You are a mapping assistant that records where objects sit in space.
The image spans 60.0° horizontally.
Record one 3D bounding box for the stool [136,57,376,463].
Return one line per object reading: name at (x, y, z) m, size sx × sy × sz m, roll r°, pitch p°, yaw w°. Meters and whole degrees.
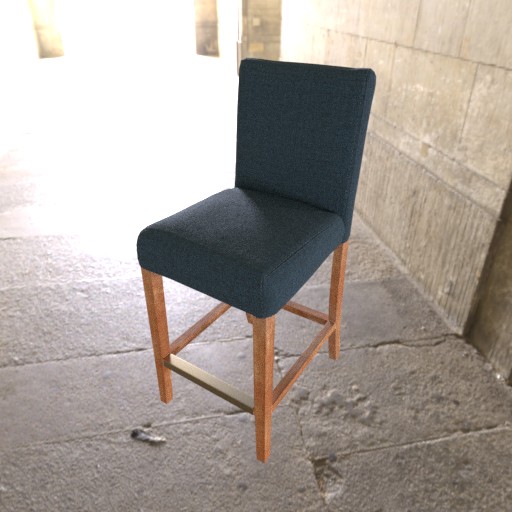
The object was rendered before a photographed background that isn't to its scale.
stool at (0.000, 0.000, 1.351) m, size 0.454 × 1.039 × 0.567 m, roll 19°, pitch 36°, yaw 29°
